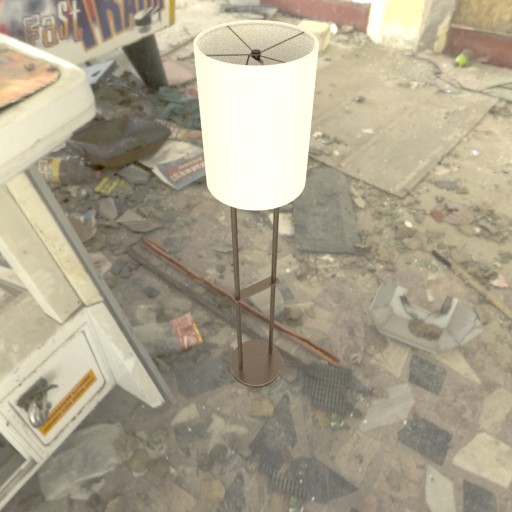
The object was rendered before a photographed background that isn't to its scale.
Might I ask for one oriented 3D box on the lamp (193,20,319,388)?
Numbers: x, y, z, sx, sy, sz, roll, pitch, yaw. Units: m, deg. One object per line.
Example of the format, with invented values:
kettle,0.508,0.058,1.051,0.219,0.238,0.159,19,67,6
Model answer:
lamp,0.000,0.000,1.618,0.306,1.500,0.305,-24,50,-22
